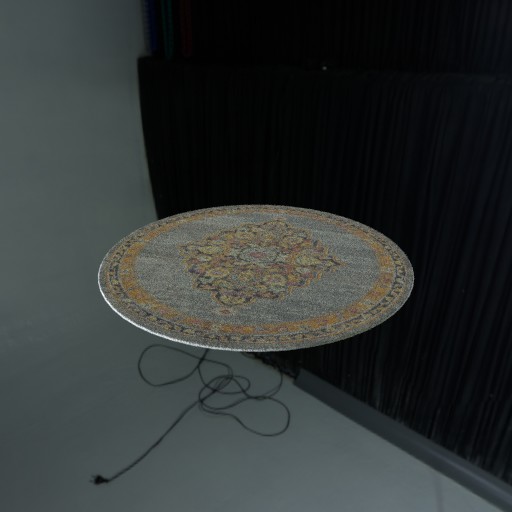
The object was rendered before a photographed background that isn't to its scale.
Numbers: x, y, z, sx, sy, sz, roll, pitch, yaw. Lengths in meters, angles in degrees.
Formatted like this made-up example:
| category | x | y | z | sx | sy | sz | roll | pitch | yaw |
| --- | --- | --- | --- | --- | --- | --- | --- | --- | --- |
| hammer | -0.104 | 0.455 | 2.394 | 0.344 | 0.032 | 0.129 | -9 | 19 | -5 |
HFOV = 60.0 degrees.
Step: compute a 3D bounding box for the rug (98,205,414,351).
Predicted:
| category | x | y | z | sx | sy | sz | roll | pitch | yaw |
| --- | --- | --- | --- | --- | --- | --- | --- | --- | --- |
| rug | 0.000 | 0.000 | 2.356 | 1.598 | 0.010 | 1.598 | 0 | 26 | 0 |
